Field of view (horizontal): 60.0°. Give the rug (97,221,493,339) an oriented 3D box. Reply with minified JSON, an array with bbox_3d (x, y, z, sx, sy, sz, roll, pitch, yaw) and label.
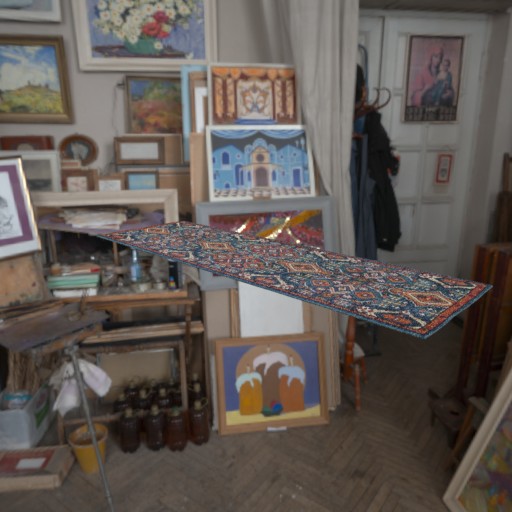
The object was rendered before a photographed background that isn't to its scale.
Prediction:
[{"bbox_3d":[0.000,0.000,2.702,2.459,0.010,0.801,14,21,41],"label":"rug"}]
